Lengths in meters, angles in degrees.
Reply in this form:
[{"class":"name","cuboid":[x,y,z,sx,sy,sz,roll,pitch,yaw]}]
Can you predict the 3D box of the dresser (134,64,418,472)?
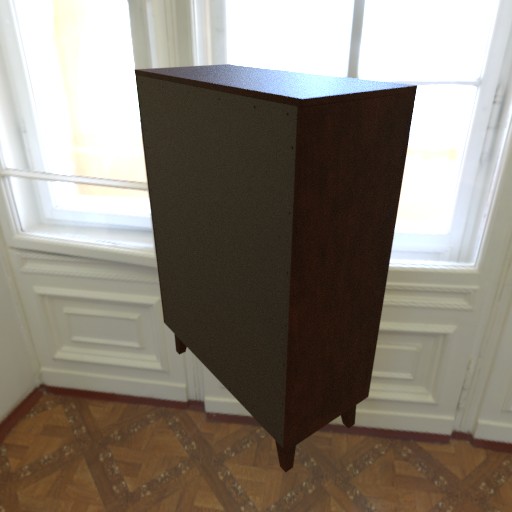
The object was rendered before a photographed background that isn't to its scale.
[{"class":"dresser","cuboid":[0.000,0.000,2.004,0.506,1.514,1.072,-19,33,-32]}]
